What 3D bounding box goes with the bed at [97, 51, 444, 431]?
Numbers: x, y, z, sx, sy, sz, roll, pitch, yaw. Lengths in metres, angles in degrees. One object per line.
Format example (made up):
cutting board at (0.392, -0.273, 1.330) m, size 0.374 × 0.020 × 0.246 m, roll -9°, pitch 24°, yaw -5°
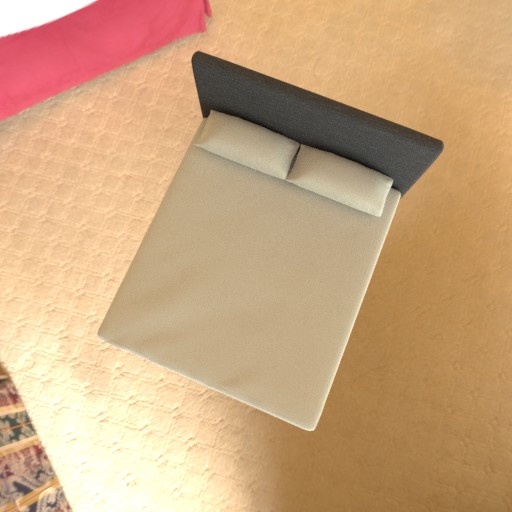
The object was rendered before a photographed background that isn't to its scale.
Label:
bed at (0.000, 0.000, 3.393) m, size 1.884 × 1.330 × 2.142 m, roll 22°, pitch 78°, yaw 5°
